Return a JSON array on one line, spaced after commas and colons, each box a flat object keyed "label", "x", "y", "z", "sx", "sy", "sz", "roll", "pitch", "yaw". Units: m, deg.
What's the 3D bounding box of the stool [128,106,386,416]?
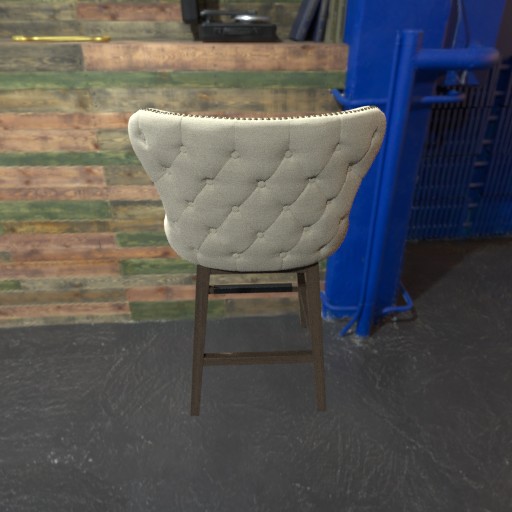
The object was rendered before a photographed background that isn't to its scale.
[{"label": "stool", "x": 0.000, "y": 0.000, "z": 1.381, "sx": 0.615, "sy": 0.972, "sz": 0.597, "roll": -1, "pitch": 30, "yaw": -2}]
